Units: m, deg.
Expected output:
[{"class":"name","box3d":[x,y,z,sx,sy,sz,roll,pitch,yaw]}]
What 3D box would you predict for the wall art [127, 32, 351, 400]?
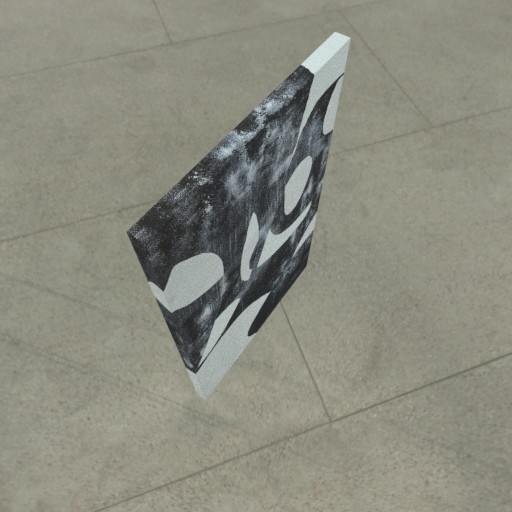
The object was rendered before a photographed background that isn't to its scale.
[{"class":"wall art","box3d":[0.000,0.000,1.162,0.041,0.915,0.610,31,63,18]}]
